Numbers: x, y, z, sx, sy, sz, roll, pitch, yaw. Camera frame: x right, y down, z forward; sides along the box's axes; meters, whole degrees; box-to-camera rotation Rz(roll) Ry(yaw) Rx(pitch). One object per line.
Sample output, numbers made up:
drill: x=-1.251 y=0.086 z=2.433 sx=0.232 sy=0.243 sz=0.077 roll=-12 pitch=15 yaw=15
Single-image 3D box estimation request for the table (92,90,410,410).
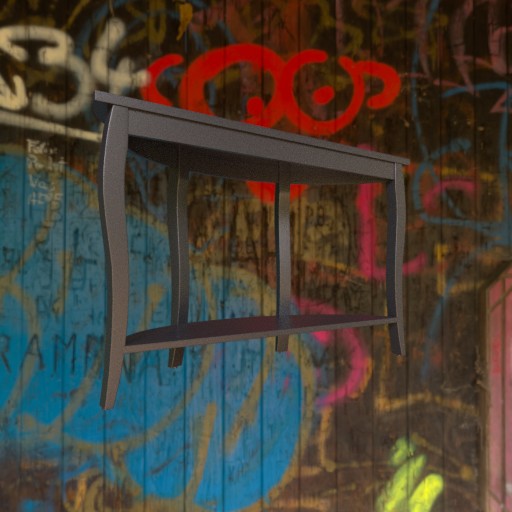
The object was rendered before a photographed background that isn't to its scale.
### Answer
table: x=0.000 y=0.000 z=1.570 sx=1.219 sy=0.780 sz=0.394 roll=1 pitch=-1 yaw=-35
